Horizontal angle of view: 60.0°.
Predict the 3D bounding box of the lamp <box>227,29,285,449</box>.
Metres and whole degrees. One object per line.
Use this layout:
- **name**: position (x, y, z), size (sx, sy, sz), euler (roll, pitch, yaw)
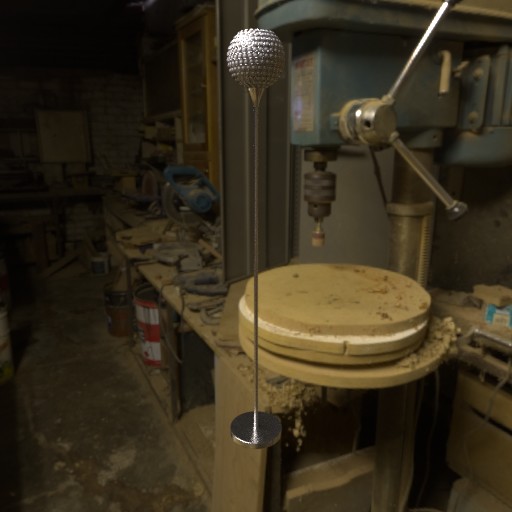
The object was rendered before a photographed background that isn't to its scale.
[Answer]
- **lamp**: position (0.000, 0.000, 1.963), size (0.254, 1.805, 0.254), euler (0, 15, 0)
